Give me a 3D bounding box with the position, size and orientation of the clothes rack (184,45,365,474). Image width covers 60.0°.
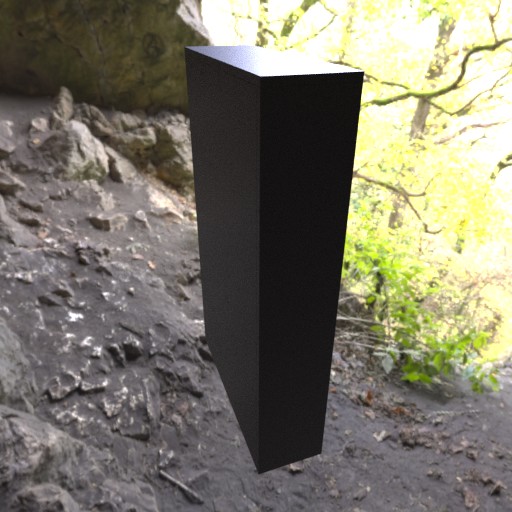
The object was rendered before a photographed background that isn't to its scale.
[{"bbox_3d":[0.000,0.000,1.551,0.250,1.280,0.750,-10,31,-17],"label":"clothes rack"}]
